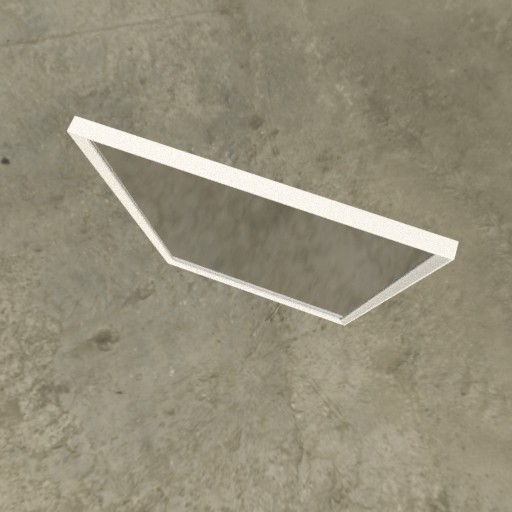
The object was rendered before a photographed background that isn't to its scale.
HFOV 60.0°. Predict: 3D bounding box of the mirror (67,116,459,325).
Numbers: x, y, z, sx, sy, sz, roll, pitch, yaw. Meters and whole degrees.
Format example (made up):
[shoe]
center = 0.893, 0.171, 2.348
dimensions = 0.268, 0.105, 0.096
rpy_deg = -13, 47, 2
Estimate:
[mirror]
center = 0.000, 0.000, 1.315
dimensions = 0.762, 1.016, 0.041
rpy_deg = 19, 75, 5
